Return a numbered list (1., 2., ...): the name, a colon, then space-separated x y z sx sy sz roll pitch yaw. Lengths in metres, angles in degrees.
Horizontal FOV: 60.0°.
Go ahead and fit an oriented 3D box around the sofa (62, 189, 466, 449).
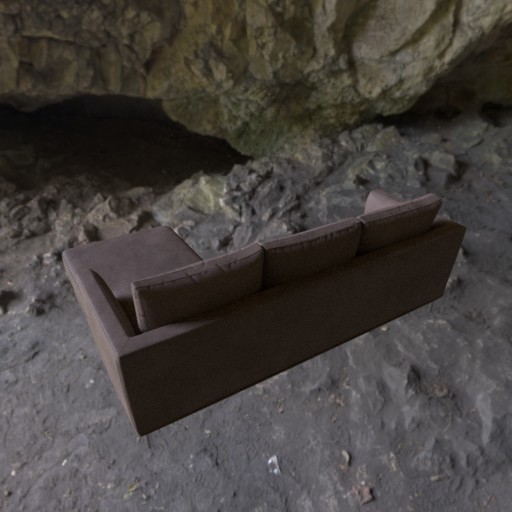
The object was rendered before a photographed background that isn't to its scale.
1. sofa: 0.000 0.000 3.221 2.438 0.987 1.622 -17 34 -27
